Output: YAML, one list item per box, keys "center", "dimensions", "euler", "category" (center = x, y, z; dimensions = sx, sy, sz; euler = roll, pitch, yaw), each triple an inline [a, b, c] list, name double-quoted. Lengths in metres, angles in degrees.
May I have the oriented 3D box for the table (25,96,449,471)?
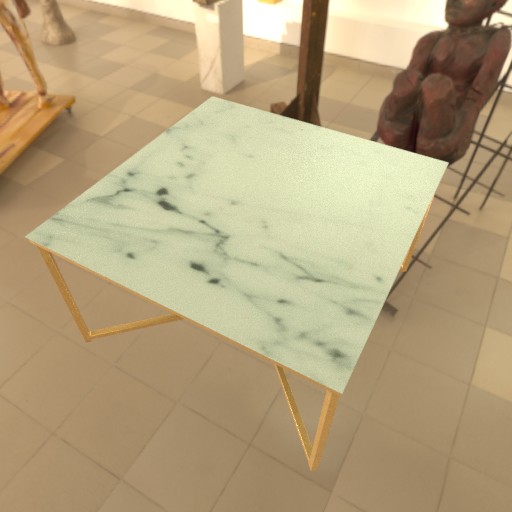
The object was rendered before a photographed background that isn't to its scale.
- center: [0.000, 0.000, 1.312]
  dimensions: [0.800, 0.450, 0.800]
  euler: [22, 50, 20]
  category: "table"
